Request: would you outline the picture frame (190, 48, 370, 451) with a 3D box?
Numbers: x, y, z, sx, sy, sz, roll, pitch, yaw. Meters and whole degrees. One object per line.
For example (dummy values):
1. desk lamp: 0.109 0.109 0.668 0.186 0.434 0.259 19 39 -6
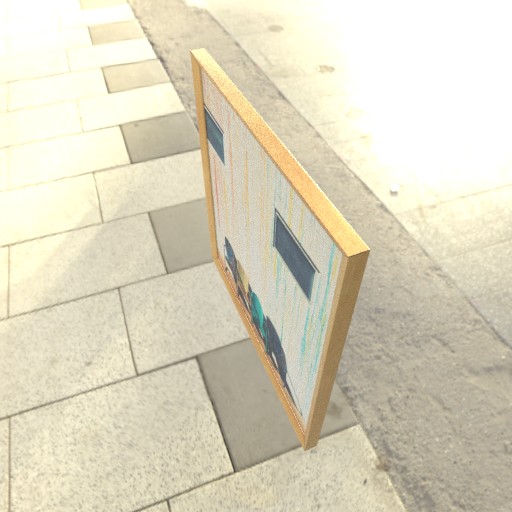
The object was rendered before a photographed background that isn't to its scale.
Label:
1. picture frame: 0.000 0.000 1.144 0.037 0.761 0.758 -17 49 -15
